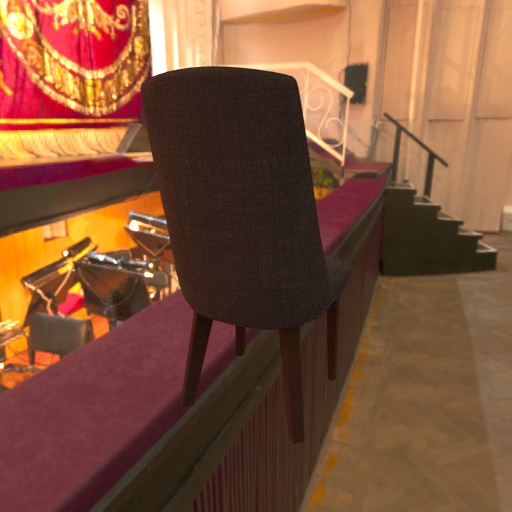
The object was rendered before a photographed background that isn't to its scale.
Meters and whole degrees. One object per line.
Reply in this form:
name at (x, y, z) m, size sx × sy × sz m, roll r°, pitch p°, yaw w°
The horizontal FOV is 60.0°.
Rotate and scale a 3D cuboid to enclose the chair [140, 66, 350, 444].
chair at (0.000, 0.000, 1.395) m, size 0.510 × 1.050 × 0.577 m, roll 8°, pitch 19°, yaw 25°
